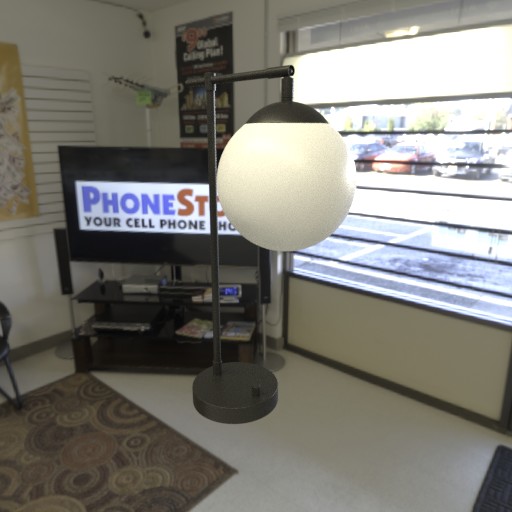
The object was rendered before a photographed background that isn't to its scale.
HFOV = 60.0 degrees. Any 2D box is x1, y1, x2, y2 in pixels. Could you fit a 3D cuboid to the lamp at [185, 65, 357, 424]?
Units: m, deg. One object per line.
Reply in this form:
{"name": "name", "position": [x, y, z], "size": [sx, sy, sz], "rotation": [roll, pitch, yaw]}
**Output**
{"name": "lamp", "position": [0.000, 0.000, 0.704], "size": [0.316, 0.559, 0.197], "rotation": [14, 21, 42]}
